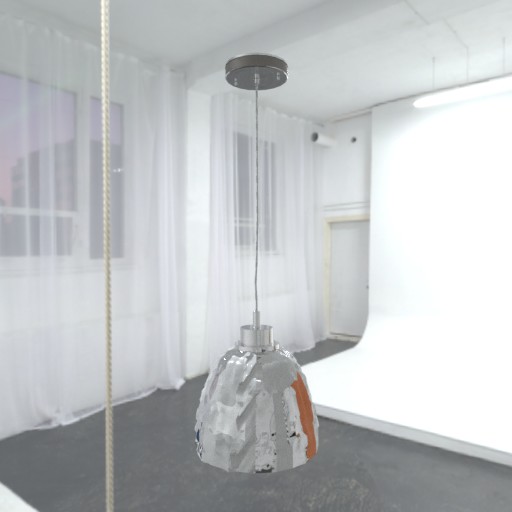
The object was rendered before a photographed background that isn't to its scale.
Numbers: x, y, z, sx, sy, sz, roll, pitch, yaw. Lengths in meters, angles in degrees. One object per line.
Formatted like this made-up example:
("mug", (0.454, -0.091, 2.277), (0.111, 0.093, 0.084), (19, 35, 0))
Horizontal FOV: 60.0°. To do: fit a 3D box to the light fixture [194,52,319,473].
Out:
("light fixture", (0.000, 0.000, 1.773), (0.496, 1.511, 0.500), (0, 0, 19))
